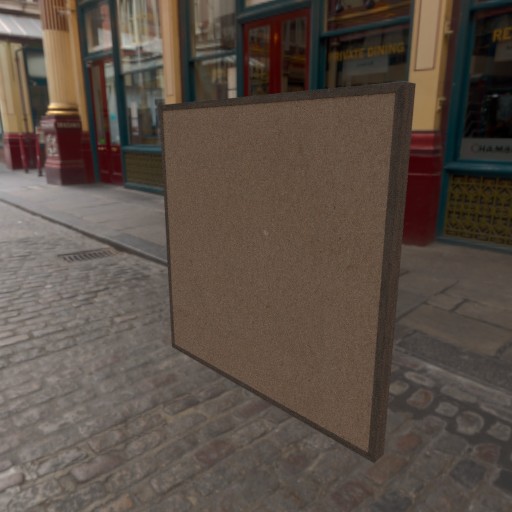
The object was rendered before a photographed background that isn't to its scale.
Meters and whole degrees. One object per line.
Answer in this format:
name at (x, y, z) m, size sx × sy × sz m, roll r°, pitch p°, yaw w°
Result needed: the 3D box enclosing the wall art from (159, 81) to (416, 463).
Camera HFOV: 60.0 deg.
wall art at (0.000, 0.000, 1.123) m, size 0.038 × 0.762 × 0.762 m, roll -14°, pitch 20°, yaw -42°
